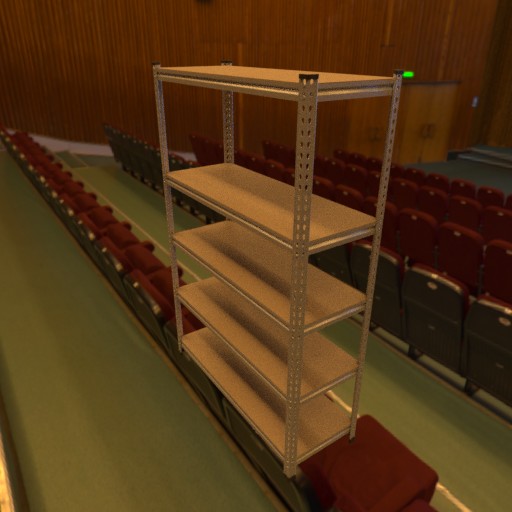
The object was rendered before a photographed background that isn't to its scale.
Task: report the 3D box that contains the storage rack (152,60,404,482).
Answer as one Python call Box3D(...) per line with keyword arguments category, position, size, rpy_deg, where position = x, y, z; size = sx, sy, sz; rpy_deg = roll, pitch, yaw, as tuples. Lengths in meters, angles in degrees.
Box3D(category="storage rack", position=(0.000, 0.000, 2.312), size=(0.457, 1.829, 1.219), rpy_deg=(-17, 30, -31))
